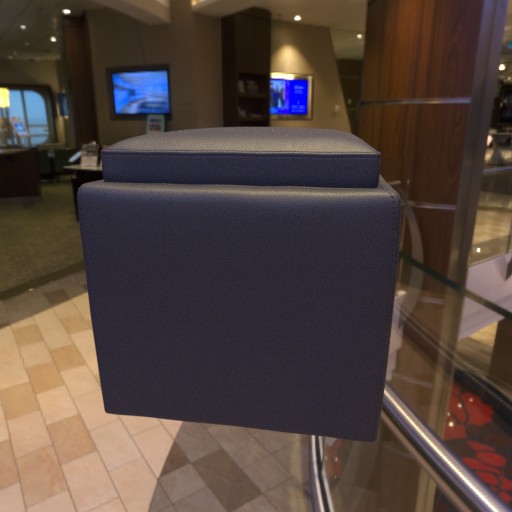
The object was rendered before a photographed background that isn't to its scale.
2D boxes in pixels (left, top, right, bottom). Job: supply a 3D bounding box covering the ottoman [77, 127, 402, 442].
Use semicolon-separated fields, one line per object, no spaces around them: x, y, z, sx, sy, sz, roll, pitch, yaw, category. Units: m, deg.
0.000;0.000;0.826;0.451;0.460;0.450;3;18;9;ottoman
